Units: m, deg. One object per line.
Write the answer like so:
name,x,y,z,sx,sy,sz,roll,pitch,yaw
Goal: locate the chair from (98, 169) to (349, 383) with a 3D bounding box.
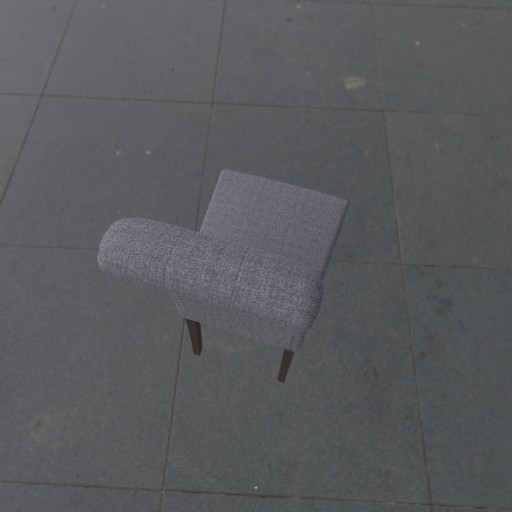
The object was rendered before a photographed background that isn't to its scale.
chair,0.000,0.000,1.322,0.456,1.006,0.671,16,64,8
